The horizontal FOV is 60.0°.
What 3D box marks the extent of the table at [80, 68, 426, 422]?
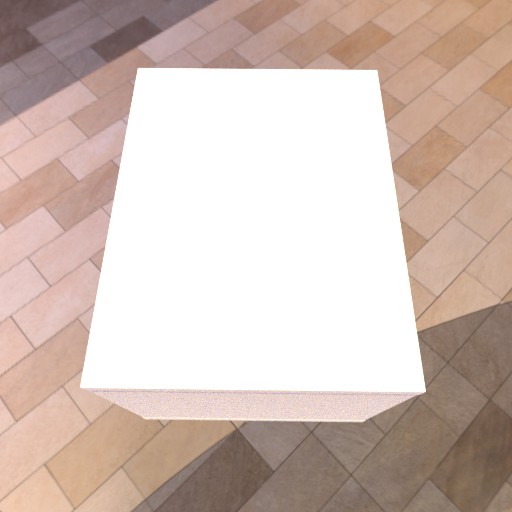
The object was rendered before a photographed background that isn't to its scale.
[{"bbox_3d":[0.000,0.000,0.783,0.399,0.357,0.517,1,64,0],"label":"table"}]
